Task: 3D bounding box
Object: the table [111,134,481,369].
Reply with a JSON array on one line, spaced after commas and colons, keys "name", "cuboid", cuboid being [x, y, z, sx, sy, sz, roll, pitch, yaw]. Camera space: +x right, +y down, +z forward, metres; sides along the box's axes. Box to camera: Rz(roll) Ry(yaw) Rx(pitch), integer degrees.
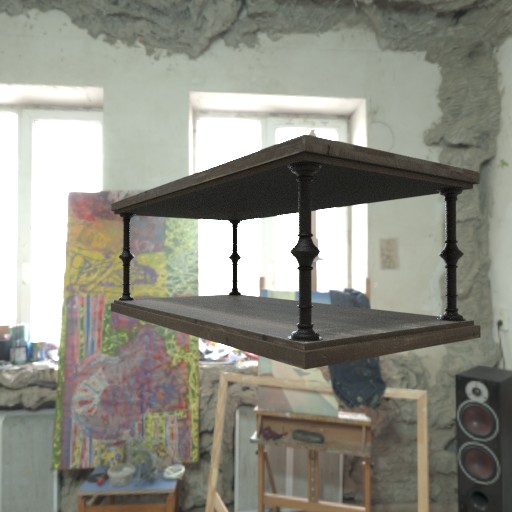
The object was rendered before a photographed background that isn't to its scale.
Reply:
[{"name": "table", "cuboid": [0.000, 0.000, 1.353, 0.554, 0.399, 1.088, 1, -1, -35]}]
